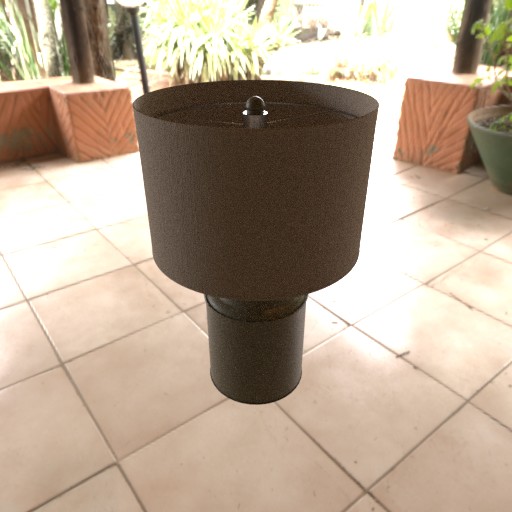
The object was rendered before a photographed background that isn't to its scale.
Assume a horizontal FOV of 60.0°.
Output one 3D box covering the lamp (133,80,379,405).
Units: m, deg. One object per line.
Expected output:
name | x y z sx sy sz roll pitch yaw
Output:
lamp | 0.000 0.000 0.706 0.318 0.486 0.318 0 30 0
